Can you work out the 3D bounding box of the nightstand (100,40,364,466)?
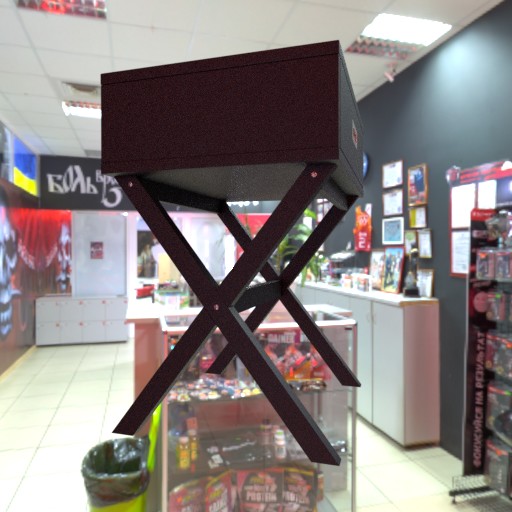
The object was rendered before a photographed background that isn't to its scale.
[{"bbox_3d":[0.000,0.000,0.922,0.402,0.623,0.479,0,1,18],"label":"nightstand"}]
